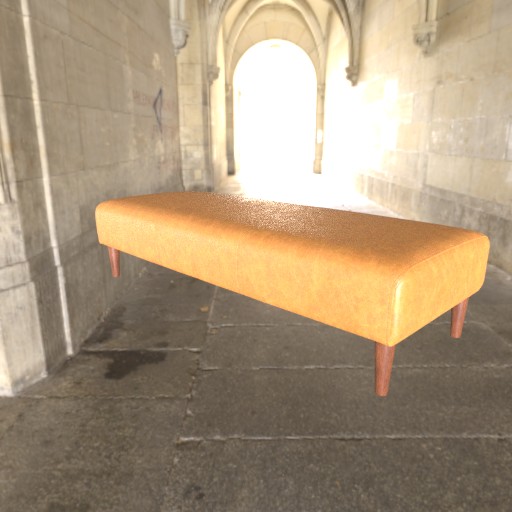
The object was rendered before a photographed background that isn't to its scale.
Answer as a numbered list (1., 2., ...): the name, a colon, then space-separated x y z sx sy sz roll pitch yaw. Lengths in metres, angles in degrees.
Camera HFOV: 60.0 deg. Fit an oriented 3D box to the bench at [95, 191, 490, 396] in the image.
1. bench: 0.000 0.000 1.846 0.653 0.399 1.610 -15 21 -43
